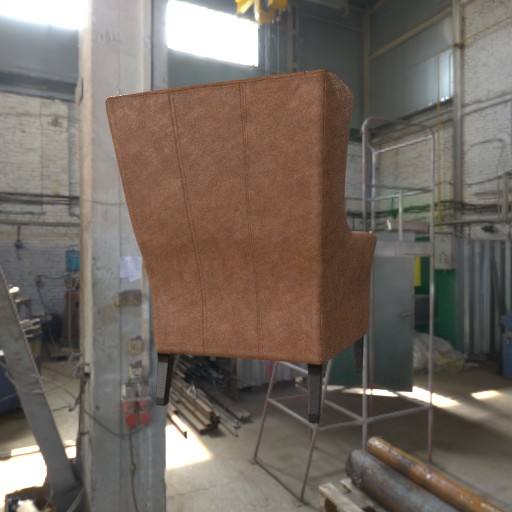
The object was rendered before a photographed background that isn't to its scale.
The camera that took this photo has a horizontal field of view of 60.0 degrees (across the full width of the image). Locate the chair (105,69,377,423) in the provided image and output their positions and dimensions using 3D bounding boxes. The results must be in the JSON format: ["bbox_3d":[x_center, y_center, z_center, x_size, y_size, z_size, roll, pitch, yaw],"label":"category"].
[{"bbox_3d":[0.000,0.000,1.664,0.853,1.016,0.926,0,0,18],"label":"chair"}]
